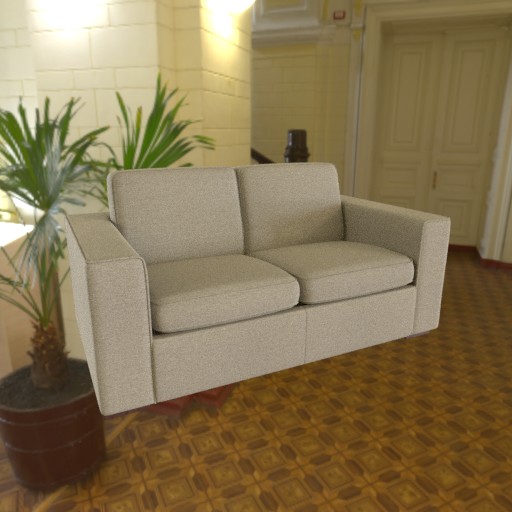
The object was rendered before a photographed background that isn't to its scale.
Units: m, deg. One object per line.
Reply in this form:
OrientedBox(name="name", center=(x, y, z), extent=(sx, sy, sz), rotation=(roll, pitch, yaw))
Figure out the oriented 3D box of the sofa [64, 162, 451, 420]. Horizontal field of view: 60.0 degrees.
OrientedBox(name="sofa", center=(0.000, 0.000, 2.397), extent=(1.812, 0.924, 1.007), rotation=(-8, 18, -25))
